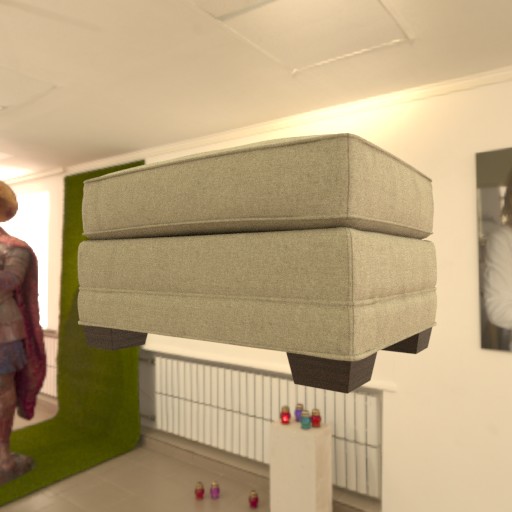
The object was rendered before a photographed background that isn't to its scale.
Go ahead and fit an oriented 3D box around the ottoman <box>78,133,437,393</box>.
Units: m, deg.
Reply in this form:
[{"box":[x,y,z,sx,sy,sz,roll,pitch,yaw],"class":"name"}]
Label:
[{"box":[0.000,0.000,1.240,0.848,0.508,0.611,-1,-1,36],"class":"ottoman"}]
